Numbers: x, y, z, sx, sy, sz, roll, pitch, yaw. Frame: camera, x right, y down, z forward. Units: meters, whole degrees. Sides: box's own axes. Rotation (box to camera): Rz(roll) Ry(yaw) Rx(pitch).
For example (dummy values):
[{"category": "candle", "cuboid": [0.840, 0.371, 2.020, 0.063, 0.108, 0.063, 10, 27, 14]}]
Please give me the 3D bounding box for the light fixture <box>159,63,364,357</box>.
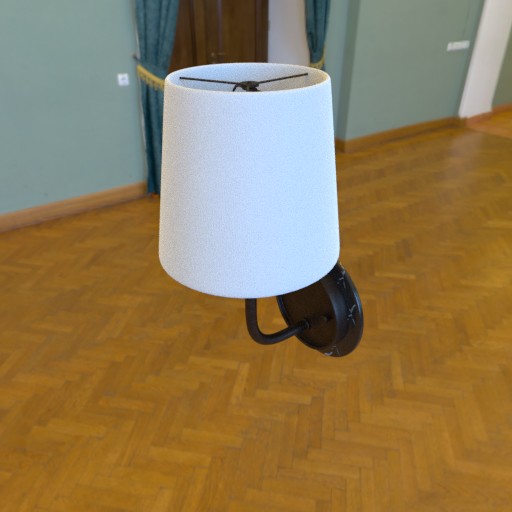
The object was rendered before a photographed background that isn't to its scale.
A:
[{"category": "light fixture", "cuboid": [0.000, 0.000, 0.438, 0.188, 0.337, 0.168, -21, 37, -30]}]
